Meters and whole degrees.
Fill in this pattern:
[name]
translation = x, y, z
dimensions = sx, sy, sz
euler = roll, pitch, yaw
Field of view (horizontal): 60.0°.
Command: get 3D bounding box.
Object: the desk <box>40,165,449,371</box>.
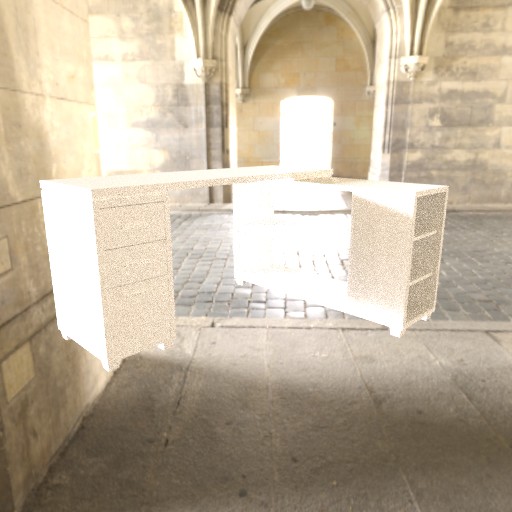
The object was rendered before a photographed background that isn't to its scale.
[desk]
translation = 0.000, 0.000, 2.185
dimensions = 1.199, 0.759, 1.524
euler = 15, 21, 43
